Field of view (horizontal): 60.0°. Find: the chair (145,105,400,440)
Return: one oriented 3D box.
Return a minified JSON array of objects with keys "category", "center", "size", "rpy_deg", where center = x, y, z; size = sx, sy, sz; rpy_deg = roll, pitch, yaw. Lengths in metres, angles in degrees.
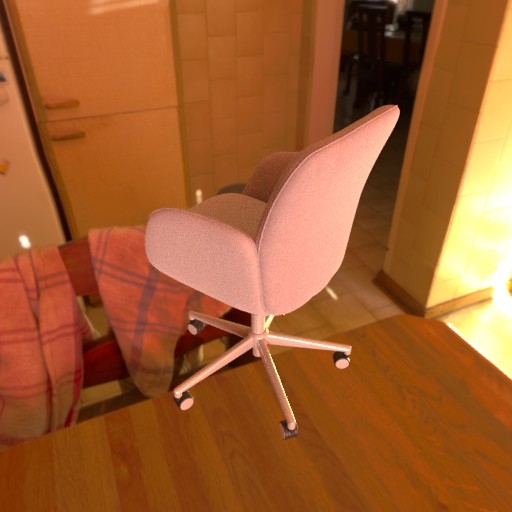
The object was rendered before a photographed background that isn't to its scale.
[{"category":"chair","center":[0.000,0.000,1.386],"size":[0.654,0.959,0.648],"rpy_deg":[22,39,29]}]
